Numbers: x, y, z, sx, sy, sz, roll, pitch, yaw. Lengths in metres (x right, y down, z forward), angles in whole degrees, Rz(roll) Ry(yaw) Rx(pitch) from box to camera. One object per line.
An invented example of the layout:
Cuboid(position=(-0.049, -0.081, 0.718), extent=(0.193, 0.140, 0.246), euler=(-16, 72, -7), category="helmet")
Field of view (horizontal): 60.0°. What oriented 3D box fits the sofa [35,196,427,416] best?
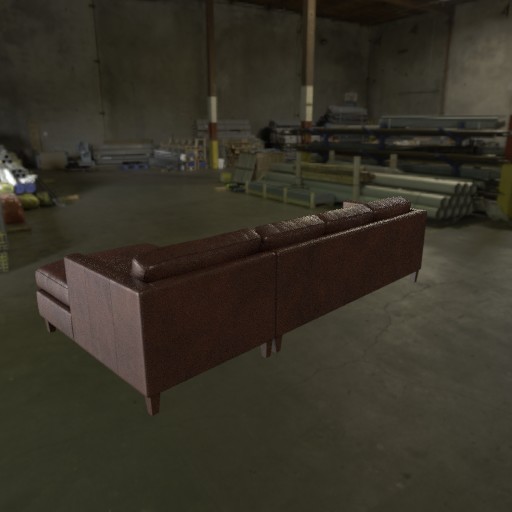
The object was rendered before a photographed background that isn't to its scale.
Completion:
Cuboid(position=(0.000, 0.000, 3.894), extent=(3.203, 0.883, 1.581), euler=(-16, 22, -43), category="sofa")
